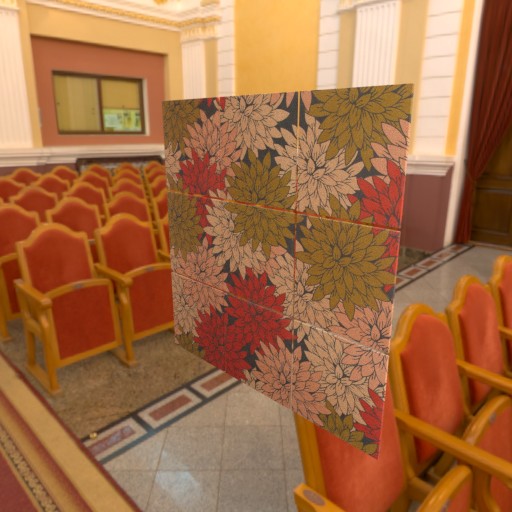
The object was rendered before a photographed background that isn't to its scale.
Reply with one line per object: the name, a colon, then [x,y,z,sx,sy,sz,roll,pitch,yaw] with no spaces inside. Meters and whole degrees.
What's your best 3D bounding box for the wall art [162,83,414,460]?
wall art: [0.000,0.000,2.236,0.013,1.534,1.519,-15,22,-43]
